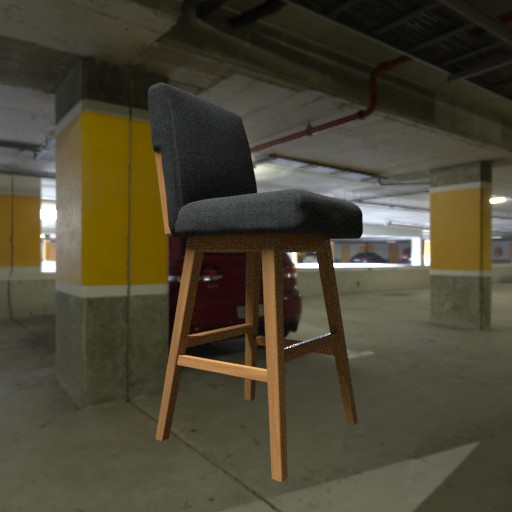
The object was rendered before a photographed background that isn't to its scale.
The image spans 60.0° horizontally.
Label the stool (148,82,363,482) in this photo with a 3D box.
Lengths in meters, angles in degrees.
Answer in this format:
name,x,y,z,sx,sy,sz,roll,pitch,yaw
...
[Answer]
name,x,y,z,sx,sy,sz,roll,pitch,yaw
stool,0.000,0.000,1.422,0.570,1.112,0.483,0,0,35
